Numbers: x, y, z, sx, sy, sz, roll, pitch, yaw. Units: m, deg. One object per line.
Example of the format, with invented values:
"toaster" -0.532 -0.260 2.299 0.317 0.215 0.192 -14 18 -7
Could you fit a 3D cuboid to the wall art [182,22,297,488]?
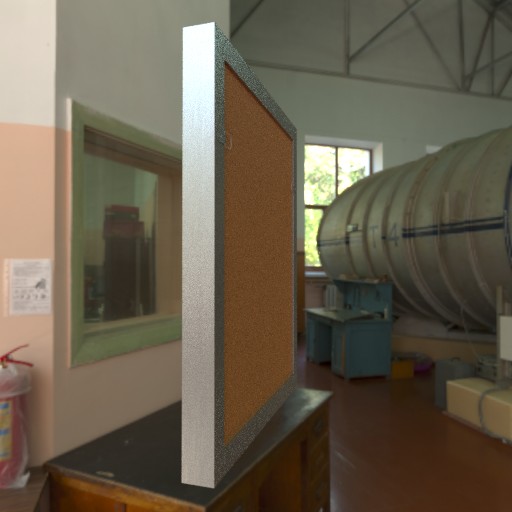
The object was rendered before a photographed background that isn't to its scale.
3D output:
"wall art" 0.000 0.000 0.510 0.030 0.379 0.308 0 -1 18
